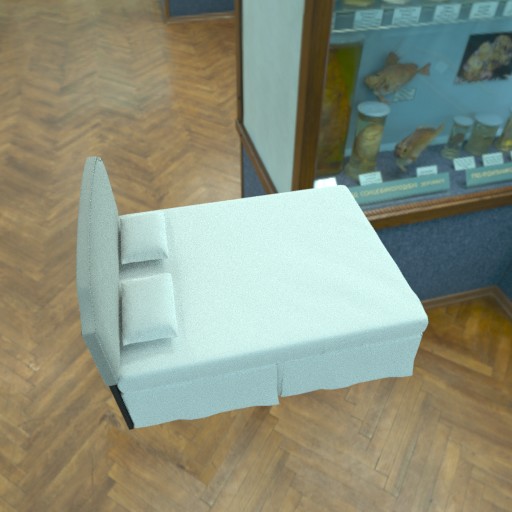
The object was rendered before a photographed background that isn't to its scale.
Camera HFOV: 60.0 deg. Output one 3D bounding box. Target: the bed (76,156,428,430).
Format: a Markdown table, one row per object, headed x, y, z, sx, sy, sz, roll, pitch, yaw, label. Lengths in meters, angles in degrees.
| x | y | z | sx | sy | sz | roll | pitch | yaw | label |
| --- | --- | --- | --- | --- | --- | --- | --- | --- | --- |
| 0.000 | 0.000 | 3.030 | 1.999 | 1.270 | 1.558 | -9 | 46 | -9 | bed |
